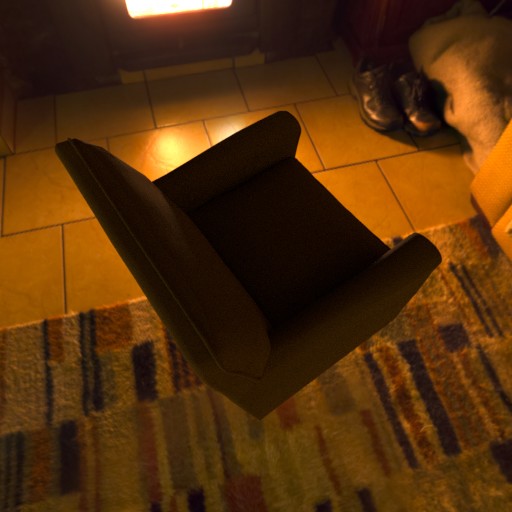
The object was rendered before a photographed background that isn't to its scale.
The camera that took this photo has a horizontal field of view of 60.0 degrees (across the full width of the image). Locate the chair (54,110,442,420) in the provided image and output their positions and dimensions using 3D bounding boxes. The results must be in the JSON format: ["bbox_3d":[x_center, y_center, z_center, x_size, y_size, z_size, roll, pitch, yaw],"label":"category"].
[{"bbox_3d":[0.000,0.000,1.543,0.831,0.911,0.836,-31,63,-18],"label":"chair"}]
